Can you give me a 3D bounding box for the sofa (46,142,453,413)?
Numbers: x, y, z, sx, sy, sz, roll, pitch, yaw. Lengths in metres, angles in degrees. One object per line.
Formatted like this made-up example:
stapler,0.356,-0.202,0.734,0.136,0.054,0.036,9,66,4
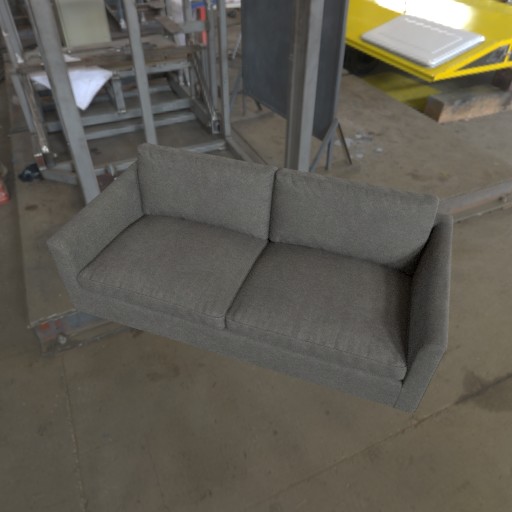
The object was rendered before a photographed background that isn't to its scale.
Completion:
sofa,0.000,0.000,2.815,2.257,0.838,1.092,14,43,15
